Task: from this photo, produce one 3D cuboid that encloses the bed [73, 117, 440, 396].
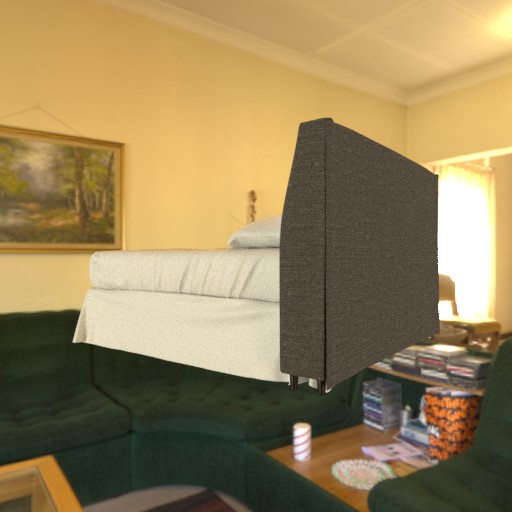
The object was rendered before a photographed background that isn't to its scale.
[{"bbox_3d":[0.000,0.000,3.477,2.276,1.332,1.925,0,0,37],"label":"bed"}]
